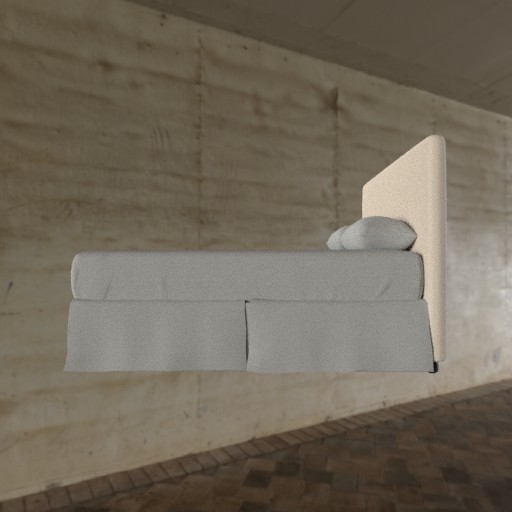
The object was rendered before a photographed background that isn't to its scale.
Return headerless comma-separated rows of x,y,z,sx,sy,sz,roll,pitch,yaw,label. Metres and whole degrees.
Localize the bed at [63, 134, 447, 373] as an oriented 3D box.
0.000,0.000,3.263,2.142,1.330,1.748,0,-1,1,bed
